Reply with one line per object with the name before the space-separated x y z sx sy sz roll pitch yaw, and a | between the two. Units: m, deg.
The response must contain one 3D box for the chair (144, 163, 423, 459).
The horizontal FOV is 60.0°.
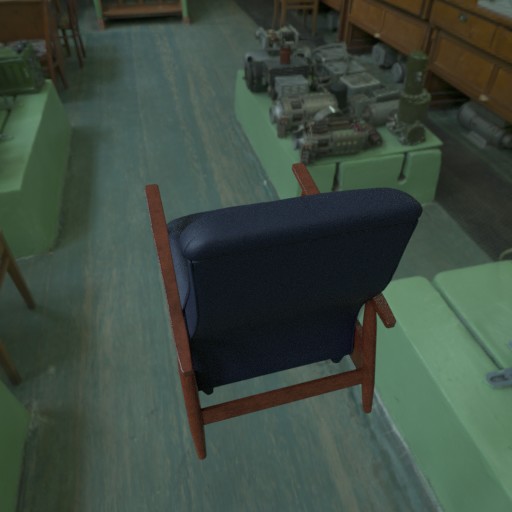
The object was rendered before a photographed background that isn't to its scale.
chair | 0.000 0.000 1.768 0.762 1.082 1.014 -11 42 -12
